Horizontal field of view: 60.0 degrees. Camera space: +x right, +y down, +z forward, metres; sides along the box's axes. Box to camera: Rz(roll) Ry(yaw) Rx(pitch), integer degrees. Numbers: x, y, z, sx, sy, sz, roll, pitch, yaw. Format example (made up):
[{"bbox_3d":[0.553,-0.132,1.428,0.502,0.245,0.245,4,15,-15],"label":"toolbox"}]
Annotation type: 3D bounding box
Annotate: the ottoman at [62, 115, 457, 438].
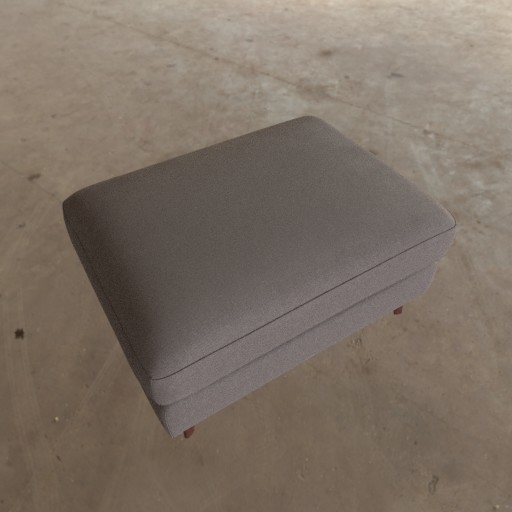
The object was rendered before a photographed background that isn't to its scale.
[{"bbox_3d":[0.000,0.000,1.176,0.811,0.449,0.608,-24,51,-21],"label":"ottoman"}]
